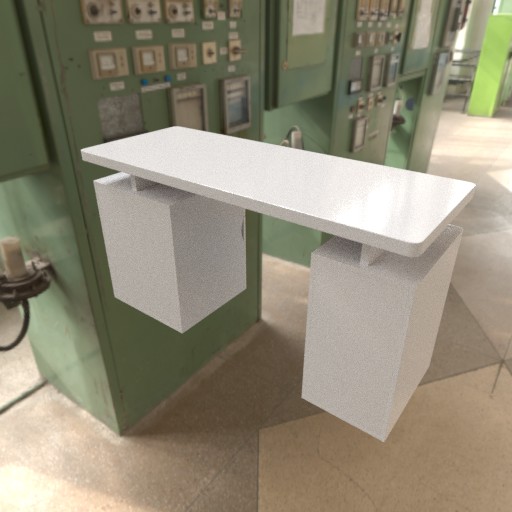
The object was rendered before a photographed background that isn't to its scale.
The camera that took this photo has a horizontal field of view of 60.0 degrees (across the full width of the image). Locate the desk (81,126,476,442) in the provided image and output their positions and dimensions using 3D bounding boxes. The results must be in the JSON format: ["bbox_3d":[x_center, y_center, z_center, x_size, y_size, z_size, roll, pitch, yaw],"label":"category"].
[{"bbox_3d":[0.000,0.000,1.807,1.400,0.762,0.550,20,34,32],"label":"desk"}]
